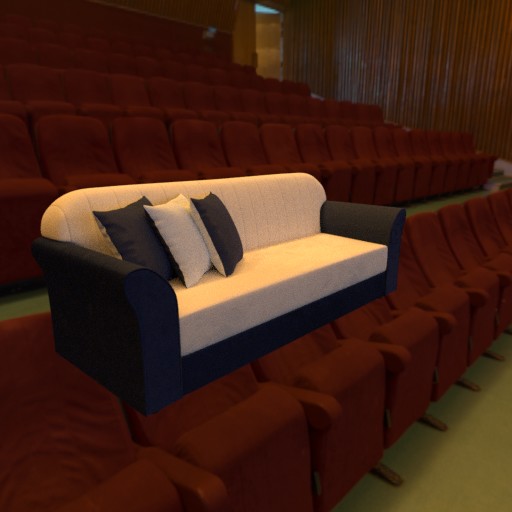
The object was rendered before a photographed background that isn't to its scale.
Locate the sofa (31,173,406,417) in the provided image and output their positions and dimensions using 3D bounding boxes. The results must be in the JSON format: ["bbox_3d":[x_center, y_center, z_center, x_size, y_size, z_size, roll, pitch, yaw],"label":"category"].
[{"bbox_3d":[0.000,0.000,2.381,0.749,0.789,2.006,13,19,41],"label":"sofa"}]
